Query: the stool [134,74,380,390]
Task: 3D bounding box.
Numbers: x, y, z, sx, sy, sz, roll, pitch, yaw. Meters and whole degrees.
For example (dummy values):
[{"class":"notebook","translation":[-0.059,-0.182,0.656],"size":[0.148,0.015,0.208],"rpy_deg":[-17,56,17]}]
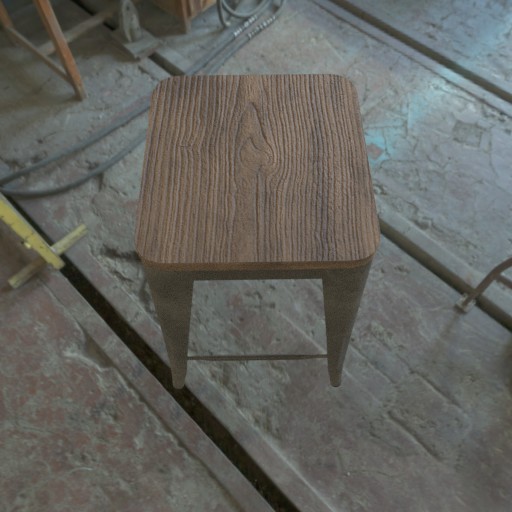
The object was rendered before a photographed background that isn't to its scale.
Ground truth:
[{"class":"stool","translation":[0.000,0.000,0.886],"size":[0.407,0.607,0.407],"rpy_deg":[-1,63,0]}]
